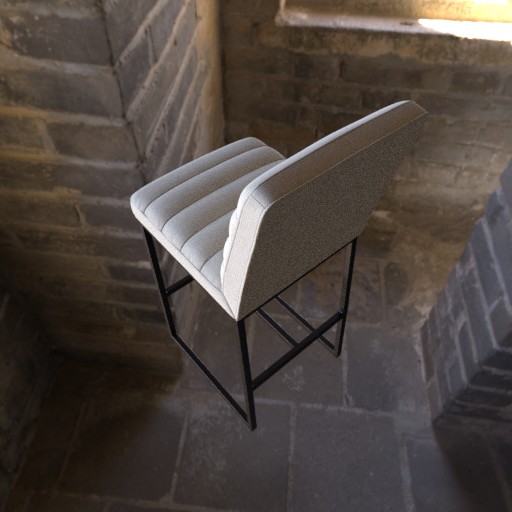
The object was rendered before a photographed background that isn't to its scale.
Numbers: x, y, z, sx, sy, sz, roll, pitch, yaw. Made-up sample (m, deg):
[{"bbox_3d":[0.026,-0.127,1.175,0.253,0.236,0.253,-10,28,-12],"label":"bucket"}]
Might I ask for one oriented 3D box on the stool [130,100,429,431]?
[{"bbox_3d":[0.000,0.000,1.299,0.460,1.040,0.560,-33,56,-26],"label":"stool"}]
